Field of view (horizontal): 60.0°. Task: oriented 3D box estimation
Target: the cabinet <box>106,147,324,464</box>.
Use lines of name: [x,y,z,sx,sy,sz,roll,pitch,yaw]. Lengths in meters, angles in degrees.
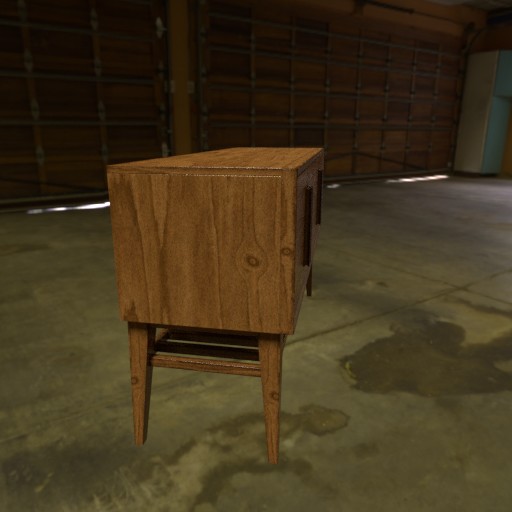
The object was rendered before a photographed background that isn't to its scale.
cabinet: [0.000,0.000,1.782,0.477,0.802,1.363,3,16,10]
